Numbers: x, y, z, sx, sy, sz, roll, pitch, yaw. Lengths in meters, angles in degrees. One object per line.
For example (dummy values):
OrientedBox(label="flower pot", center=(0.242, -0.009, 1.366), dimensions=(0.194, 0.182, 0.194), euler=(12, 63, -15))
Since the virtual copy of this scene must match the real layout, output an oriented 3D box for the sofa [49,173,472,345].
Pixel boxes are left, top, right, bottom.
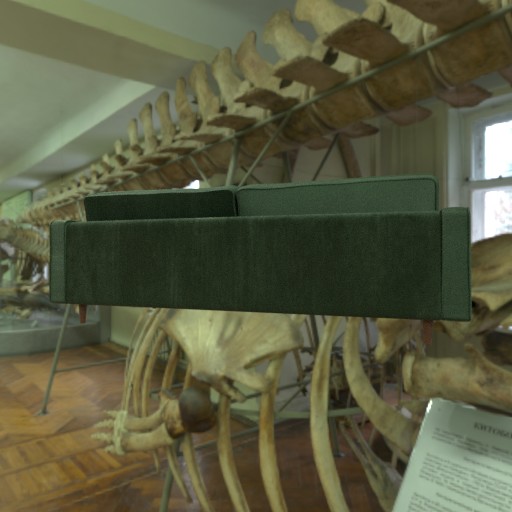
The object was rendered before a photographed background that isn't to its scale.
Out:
OrientedBox(label="sofa", center=(0.000, 0.000, 2.591), dimensions=(2.199, 0.769, 0.918), euler=(0, 0, 20))
